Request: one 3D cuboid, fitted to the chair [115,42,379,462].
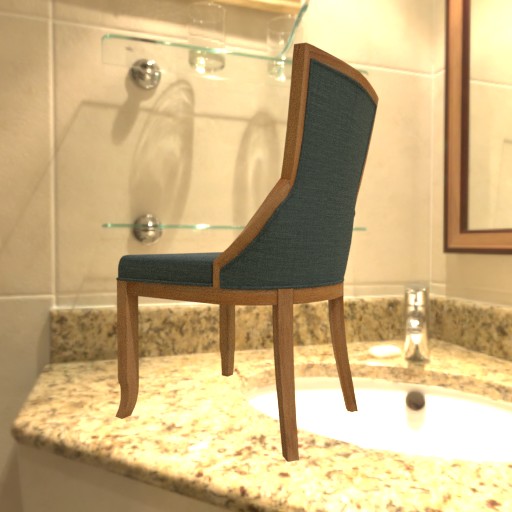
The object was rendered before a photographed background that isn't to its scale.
[{"bbox_3d":[0.000,0.000,1.315,0.641,0.947,0.524,1,2,35],"label":"chair"}]
